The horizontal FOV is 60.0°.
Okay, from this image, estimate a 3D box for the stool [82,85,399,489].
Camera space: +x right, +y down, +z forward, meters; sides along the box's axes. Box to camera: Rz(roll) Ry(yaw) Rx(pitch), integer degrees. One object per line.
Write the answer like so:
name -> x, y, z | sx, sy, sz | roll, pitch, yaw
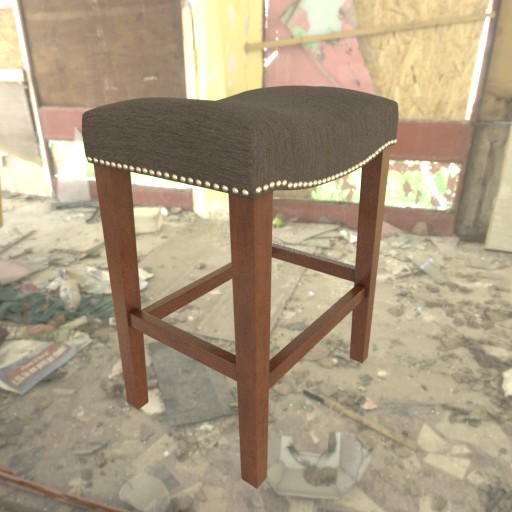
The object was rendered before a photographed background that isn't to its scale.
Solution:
stool -> 0.000, 0.000, 0.936 | 0.372, 0.654, 0.504 | 17, 29, 33
